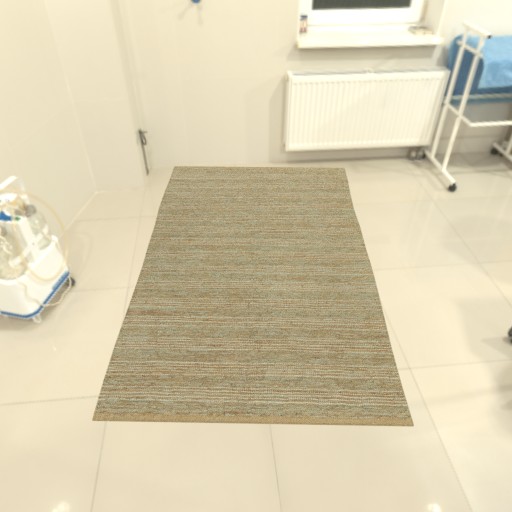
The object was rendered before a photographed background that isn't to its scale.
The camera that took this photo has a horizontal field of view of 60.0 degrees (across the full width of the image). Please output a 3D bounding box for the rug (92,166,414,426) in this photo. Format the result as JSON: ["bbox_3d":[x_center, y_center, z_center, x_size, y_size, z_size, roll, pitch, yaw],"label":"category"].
[{"bbox_3d":[0.000,0.000,3.028,1.540,0.012,2.448,1,40,1],"label":"rug"}]
